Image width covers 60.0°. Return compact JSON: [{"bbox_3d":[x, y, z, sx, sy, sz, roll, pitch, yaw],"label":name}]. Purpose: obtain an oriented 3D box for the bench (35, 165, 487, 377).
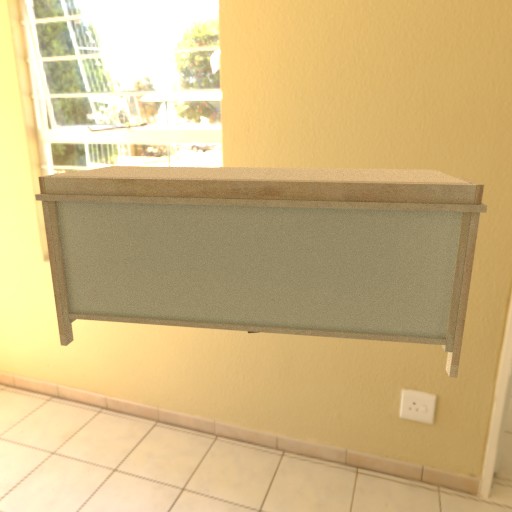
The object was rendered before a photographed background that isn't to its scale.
[{"bbox_3d":[0.000,0.000,1.349,1.140,0.501,0.398,3,16,9],"label":"bench"}]
